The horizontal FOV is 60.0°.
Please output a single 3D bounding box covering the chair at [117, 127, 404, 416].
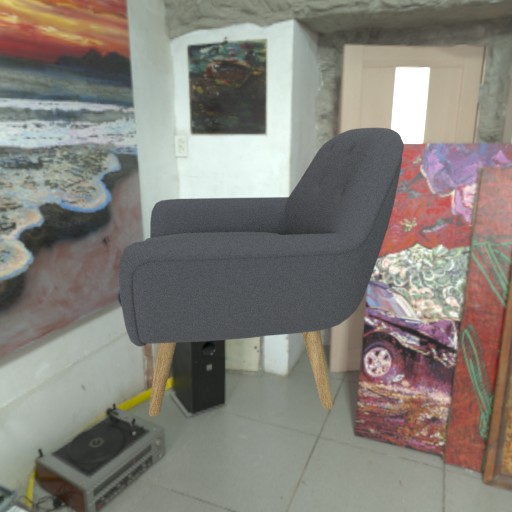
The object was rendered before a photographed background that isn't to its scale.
[{"bbox_3d":[0.000,0.000,1.438,0.779,0.800,0.770,-2,15,-6],"label":"chair"}]
